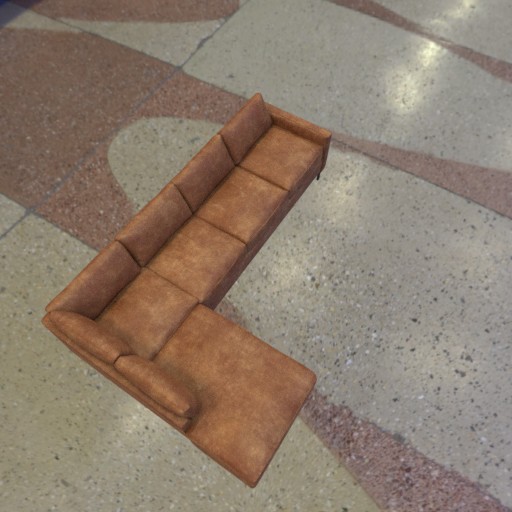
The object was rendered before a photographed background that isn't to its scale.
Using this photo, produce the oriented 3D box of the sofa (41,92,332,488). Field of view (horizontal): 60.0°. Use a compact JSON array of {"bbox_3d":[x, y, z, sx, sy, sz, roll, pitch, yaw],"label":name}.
[{"bbox_3d":[0.000,0.000,3.818,1.938,0.877,2.984,29,63,16],"label":"sofa"}]
